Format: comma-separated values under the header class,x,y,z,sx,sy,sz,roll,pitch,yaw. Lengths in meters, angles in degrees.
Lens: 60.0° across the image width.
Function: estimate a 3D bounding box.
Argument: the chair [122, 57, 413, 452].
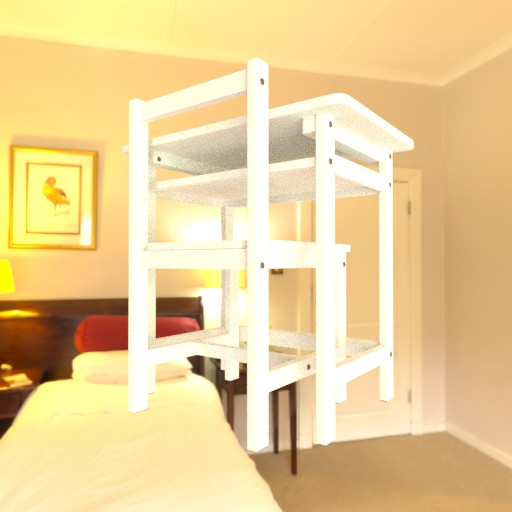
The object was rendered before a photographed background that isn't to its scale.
class,x,y,z,sx,sy,sz,roll,pitch,yaw
chair,0.000,0.000,1.038,0.599,0.673,0.461,0,-1,37
